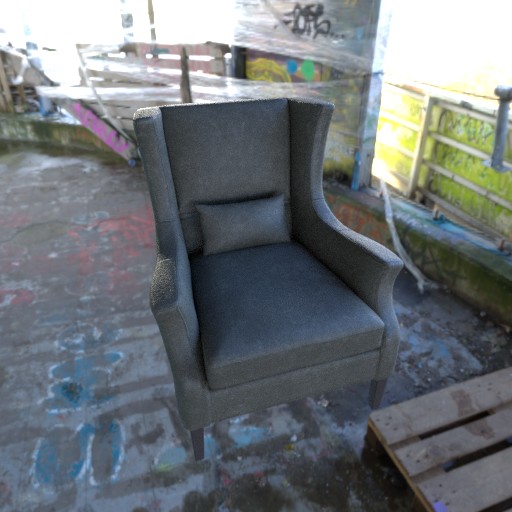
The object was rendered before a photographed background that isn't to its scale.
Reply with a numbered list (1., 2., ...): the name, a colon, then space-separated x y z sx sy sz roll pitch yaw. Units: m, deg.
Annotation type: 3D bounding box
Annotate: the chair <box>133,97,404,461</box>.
1. chair: 0.000 0.000 1.703 0.853 1.016 0.926 -10 33 -16
